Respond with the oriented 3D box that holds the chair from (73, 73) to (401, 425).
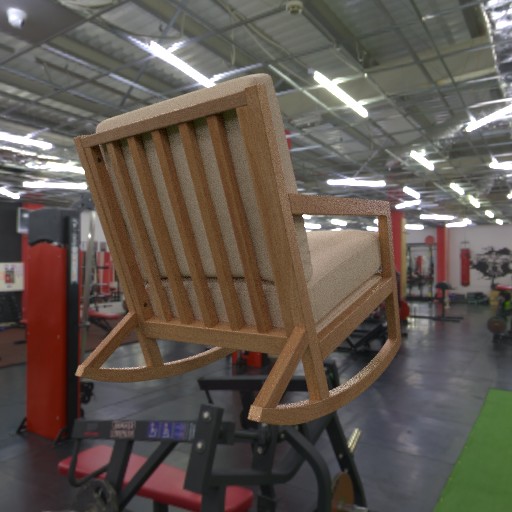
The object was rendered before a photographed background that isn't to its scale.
[{"bbox_3d":[0.000,0.000,1.375,0.622,0.790,0.857,-1,-2,36],"label":"chair"}]
